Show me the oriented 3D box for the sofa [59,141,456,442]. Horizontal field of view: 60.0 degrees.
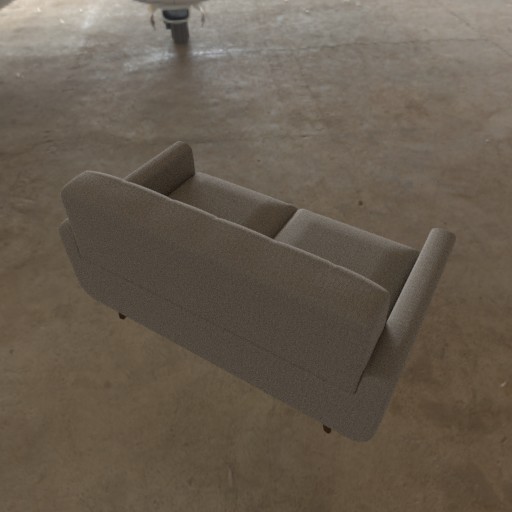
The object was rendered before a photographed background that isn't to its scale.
[{"bbox_3d":[0.000,0.000,2.200,1.651,0.925,0.952,23,49,22],"label":"sofa"}]
